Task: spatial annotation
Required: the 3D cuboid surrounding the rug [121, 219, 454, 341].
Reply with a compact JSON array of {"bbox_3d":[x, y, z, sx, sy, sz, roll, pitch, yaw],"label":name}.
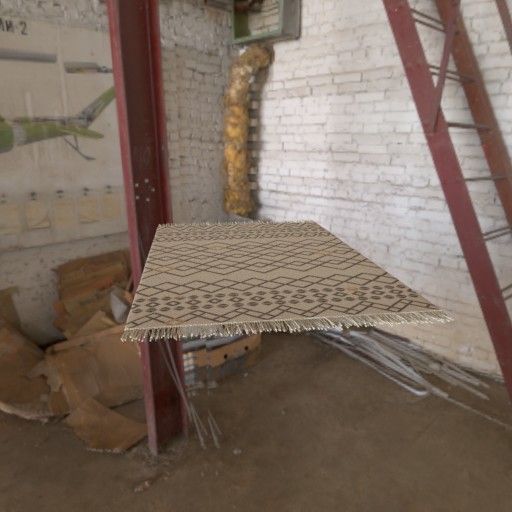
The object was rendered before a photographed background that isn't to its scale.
[{"bbox_3d":[0.000,0.000,2.539,1.224,0.028,2.023,-2,16,-8],"label":"rug"}]
